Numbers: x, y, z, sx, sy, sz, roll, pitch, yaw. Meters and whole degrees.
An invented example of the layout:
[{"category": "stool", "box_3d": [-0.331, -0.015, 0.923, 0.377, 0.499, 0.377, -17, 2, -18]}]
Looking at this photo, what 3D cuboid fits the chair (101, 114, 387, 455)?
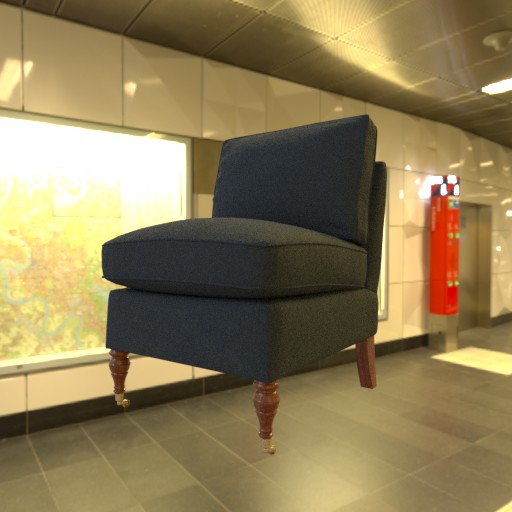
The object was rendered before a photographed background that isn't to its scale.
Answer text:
[{"category": "chair", "box_3d": [0.000, 0.000, 1.656, 0.724, 1.052, 0.912, 1, 2, 35]}]
